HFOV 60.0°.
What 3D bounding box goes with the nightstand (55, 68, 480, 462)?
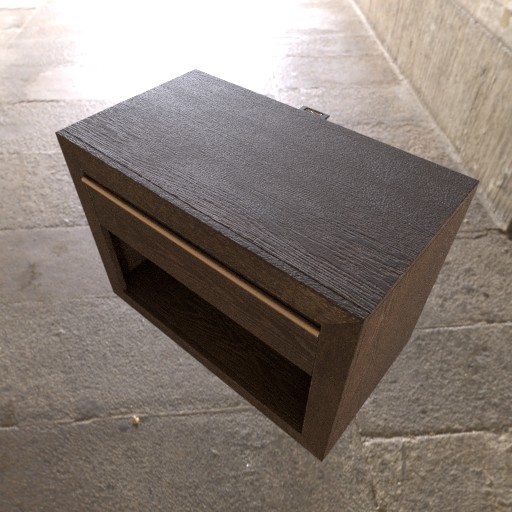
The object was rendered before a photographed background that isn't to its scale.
[{"bbox_3d":[0.000,0.000,1.131,0.775,0.612,0.457,32,54,27],"label":"nightstand"}]
